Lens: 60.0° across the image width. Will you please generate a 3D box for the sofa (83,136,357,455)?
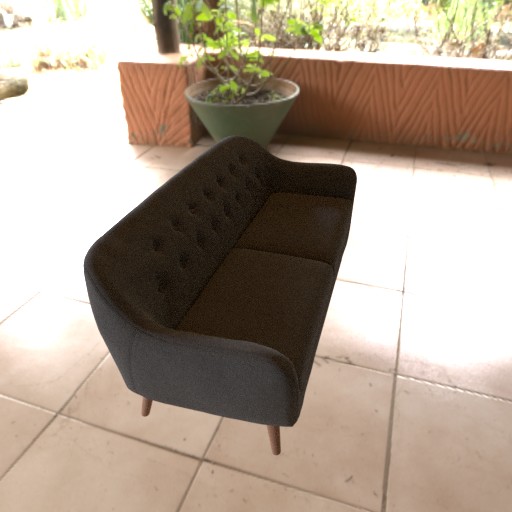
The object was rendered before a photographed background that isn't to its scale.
[{"bbox_3d":[0.000,0.000,2.255,0.820,0.820,1.840,9,33,15],"label":"sofa"}]
